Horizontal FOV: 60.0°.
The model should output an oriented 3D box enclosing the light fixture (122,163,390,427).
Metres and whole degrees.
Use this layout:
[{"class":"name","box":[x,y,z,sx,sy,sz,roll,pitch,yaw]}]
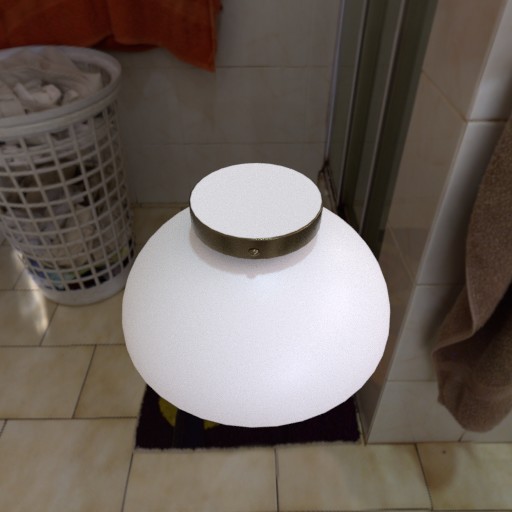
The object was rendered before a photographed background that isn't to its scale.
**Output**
[{"class":"light fixture","box":[0.000,0.000,0.549,0.355,0.177,0.355,0,42,0]}]
